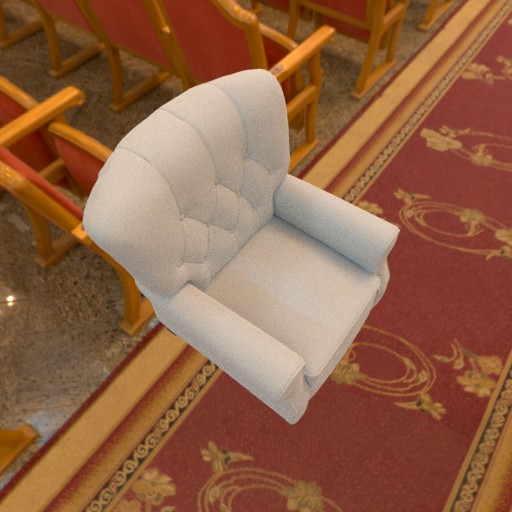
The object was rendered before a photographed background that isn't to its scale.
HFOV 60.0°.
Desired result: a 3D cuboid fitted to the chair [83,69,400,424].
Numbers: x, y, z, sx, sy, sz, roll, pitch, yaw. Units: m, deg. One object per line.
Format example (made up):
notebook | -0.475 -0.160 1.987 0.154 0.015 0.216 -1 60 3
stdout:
chair | 0.000 0.000 2.097 1.128 1.217 1.090 32 63 19
